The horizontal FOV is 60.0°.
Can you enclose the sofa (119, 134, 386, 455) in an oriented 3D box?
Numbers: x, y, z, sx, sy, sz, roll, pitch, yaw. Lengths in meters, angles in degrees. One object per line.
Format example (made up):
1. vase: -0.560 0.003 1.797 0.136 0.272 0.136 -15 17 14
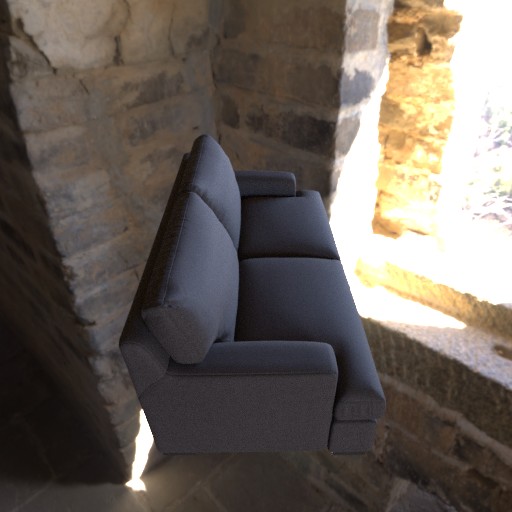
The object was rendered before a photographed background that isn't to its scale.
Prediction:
1. sofa: 0.000 0.000 2.834 1.140 0.950 2.271 0 33 -1
